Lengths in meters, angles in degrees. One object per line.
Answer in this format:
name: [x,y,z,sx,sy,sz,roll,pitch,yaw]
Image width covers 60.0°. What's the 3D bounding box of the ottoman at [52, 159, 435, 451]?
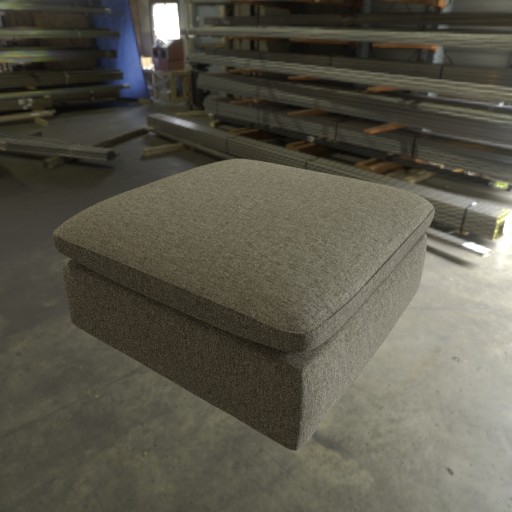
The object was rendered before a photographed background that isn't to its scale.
ottoman: [0.000,0.000,1.660,1.035,0.526,1.039,18,33,31]
